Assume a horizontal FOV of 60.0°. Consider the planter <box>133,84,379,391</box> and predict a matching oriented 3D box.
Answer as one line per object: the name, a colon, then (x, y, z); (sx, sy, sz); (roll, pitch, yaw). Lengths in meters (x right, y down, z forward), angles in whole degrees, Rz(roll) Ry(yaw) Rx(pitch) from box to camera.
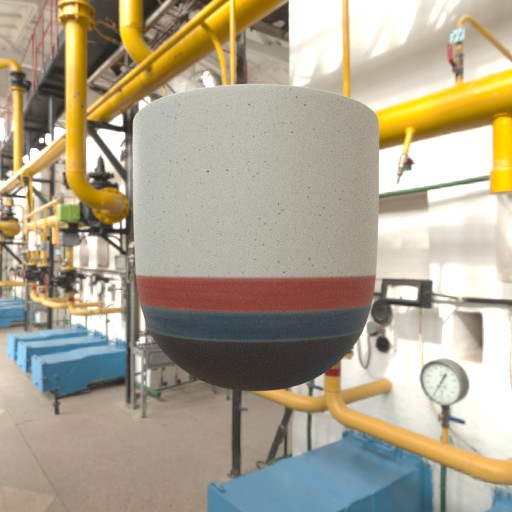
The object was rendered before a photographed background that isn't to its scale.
planter: (0.000, 0.000, 0.379); (0.204, 0.214, 0.204); (0, -1, 0)
